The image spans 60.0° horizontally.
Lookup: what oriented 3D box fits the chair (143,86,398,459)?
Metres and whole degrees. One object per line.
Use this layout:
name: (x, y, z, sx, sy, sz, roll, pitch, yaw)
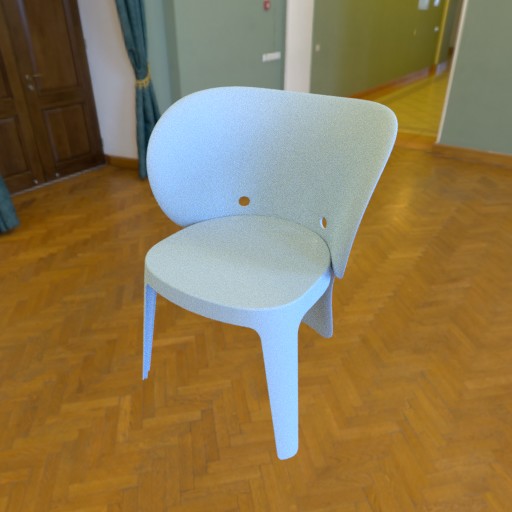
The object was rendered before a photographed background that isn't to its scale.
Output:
chair: (0.000, 0.000, 0.860, 0.451, 0.554, 0.402, 18, 35, 29)
